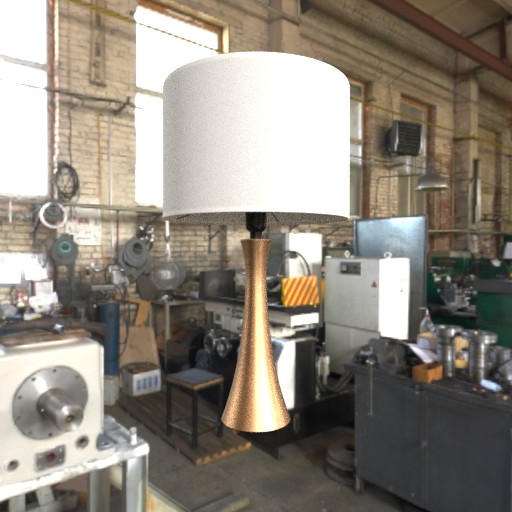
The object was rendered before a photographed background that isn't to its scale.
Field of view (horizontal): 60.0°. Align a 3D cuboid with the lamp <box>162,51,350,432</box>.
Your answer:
[{"bbox_3d":[0.000,0.000,0.651,0.268,0.479,0.268,0,1,18],"label":"lamp"}]
